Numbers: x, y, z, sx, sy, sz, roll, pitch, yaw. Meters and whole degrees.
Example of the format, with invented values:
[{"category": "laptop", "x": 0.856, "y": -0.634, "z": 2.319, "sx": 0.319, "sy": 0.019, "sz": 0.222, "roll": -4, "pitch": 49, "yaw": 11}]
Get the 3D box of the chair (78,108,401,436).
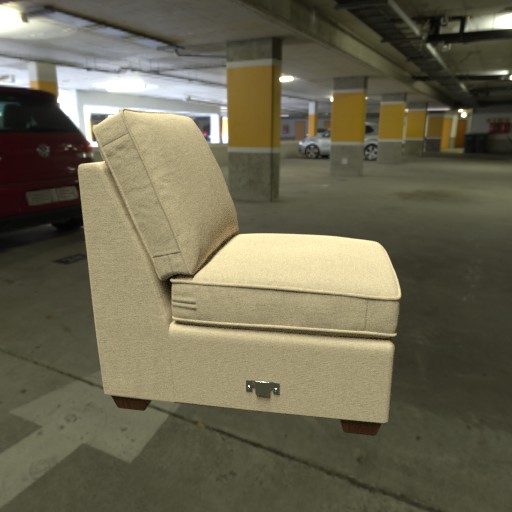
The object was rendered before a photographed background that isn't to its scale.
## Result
[{"category": "chair", "x": 0.000, "y": 0.000, "z": 1.558, "sx": 0.938, "sy": 0.970, "sz": 0.621, "roll": 3, "pitch": 16, "yaw": 10}]
